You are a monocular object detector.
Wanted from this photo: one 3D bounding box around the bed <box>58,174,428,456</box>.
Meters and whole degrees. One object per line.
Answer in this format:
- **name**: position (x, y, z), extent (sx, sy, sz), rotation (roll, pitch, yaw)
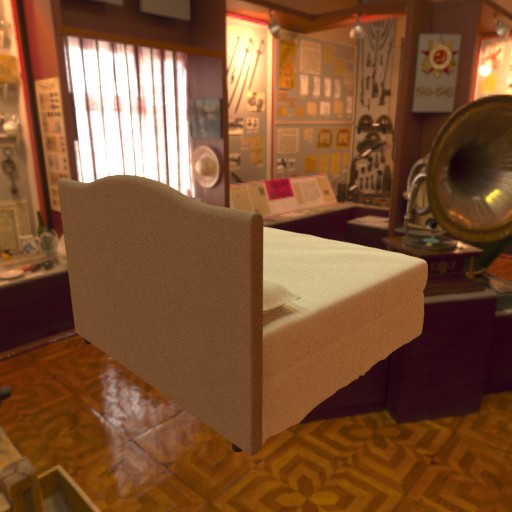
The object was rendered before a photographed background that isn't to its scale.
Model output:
- **bed**: position (0.000, 0.000, 3.541), extent (2.083, 1.421, 2.182), rotation (15, 22, 43)
